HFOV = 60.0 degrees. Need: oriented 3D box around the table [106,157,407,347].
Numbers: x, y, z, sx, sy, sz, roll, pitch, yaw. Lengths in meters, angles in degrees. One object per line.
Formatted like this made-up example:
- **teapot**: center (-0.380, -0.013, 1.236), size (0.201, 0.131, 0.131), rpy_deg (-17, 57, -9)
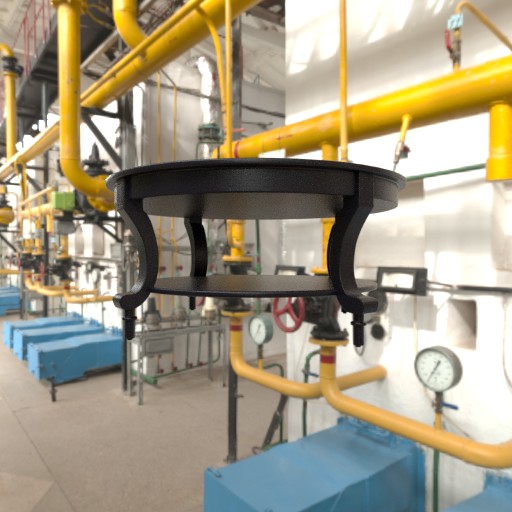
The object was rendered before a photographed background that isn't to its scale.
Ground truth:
- **table**: center (0.000, 0.000, 1.592), size (1.029, 0.491, 1.029), rpy_deg (0, 1, 0)
